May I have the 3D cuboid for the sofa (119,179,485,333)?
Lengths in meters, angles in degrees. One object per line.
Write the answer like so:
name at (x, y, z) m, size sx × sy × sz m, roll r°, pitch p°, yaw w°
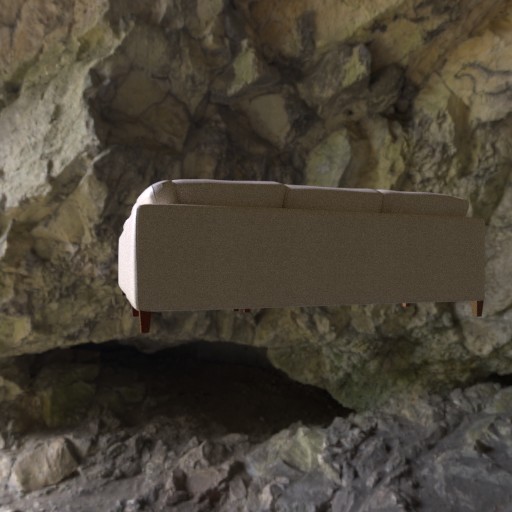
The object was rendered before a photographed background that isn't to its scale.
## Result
sofa at (0.000, 0.000, 4.452) m, size 2.593 × 0.947 × 3.302 m, roll 0°, pitch -1°, yaw -19°
